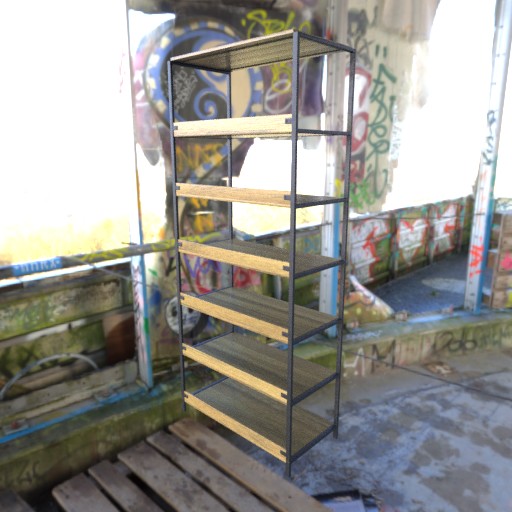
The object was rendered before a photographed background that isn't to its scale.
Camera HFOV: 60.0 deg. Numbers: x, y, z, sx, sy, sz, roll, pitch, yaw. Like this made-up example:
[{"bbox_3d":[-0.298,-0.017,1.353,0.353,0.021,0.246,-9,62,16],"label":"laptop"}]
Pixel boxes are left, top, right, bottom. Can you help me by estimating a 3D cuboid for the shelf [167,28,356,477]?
[{"bbox_3d":[0.000,0.000,2.368,0.847,2.015,0.431,12,18,42],"label":"shelf"}]
